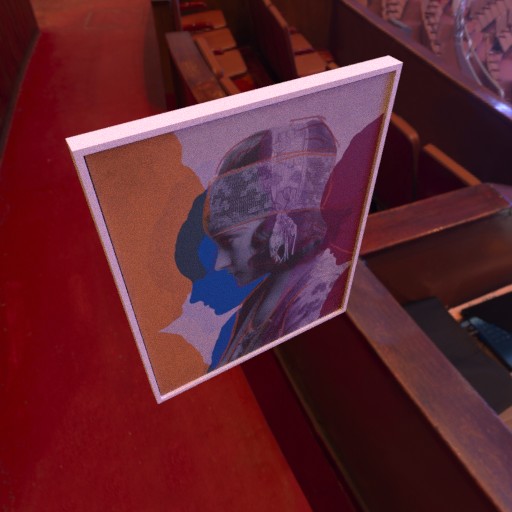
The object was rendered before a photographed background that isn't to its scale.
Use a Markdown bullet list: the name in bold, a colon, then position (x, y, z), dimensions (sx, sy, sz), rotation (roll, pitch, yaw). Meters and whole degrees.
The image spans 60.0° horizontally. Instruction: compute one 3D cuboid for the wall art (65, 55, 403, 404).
- **wall art**: position (0.000, 0.000, 0.728), dimensions (0.443, 0.549, 0.030), rotation (-22, 50, -20)
